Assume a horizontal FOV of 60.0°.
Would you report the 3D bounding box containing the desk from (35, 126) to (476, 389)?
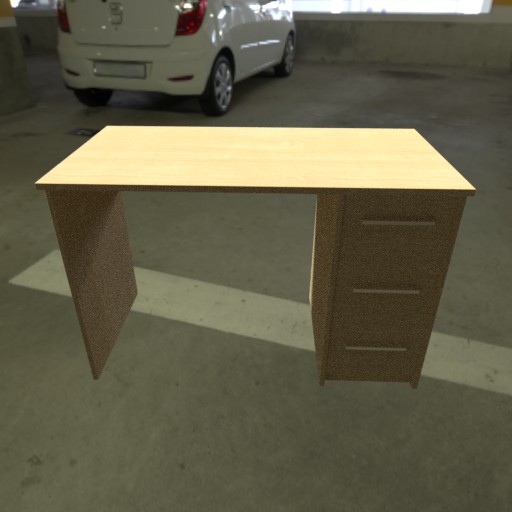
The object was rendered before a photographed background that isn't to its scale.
[{"bbox_3d":[0.000,0.000,1.528,1.097,0.735,0.560,1,31,2],"label":"desk"}]
